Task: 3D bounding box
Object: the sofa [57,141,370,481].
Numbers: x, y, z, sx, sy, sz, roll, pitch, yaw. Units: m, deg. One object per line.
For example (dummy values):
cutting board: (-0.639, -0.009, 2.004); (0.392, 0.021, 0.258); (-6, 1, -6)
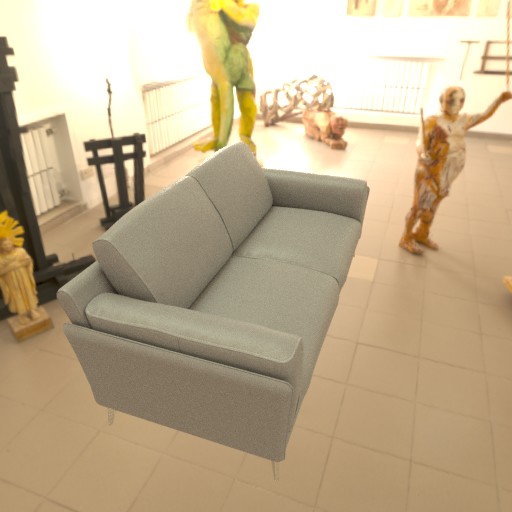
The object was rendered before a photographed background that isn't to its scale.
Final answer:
sofa: (0.000, 0.000, 2.620); (1.049, 0.930, 2.101); (10, 32, 17)
